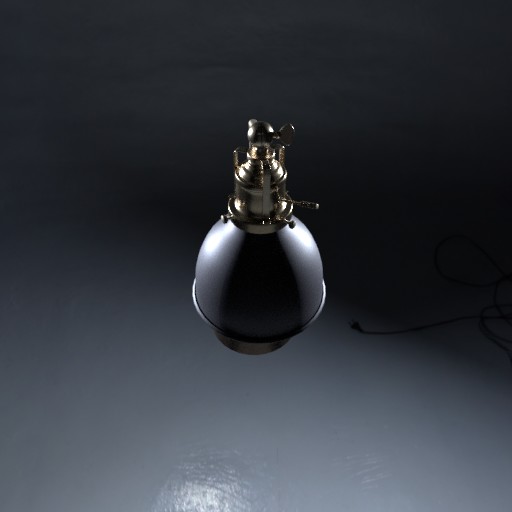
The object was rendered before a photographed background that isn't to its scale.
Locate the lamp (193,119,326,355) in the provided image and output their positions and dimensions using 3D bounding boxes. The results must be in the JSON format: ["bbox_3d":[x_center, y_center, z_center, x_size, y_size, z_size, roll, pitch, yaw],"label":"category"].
[{"bbox_3d":[0.000,0.000,0.589,0.160,0.456,0.291,-2,45,-2],"label":"lamp"}]
